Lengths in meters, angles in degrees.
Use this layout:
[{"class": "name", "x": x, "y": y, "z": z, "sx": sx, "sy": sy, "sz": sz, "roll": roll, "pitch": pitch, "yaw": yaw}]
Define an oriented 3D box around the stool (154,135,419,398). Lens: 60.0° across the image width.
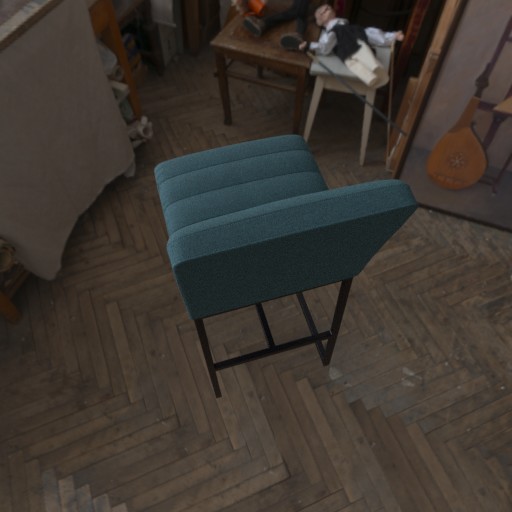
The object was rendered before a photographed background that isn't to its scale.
[{"class": "stool", "x": 0.000, "y": 0.000, "z": 1.316, "sx": 0.460, "sy": 1.040, "sz": 0.560, "roll": -14, "pitch": 59, "yaw": -9}]
